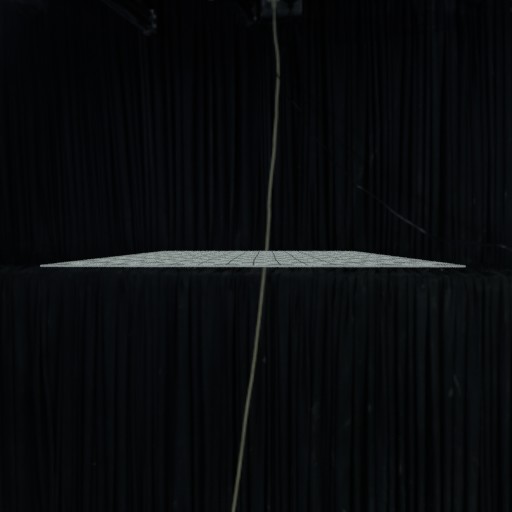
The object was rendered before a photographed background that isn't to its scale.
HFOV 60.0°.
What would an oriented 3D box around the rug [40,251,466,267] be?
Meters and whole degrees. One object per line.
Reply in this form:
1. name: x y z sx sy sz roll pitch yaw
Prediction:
1. rug: 0.000 0.000 3.939 2.330 0.010 3.061 0 2 1
